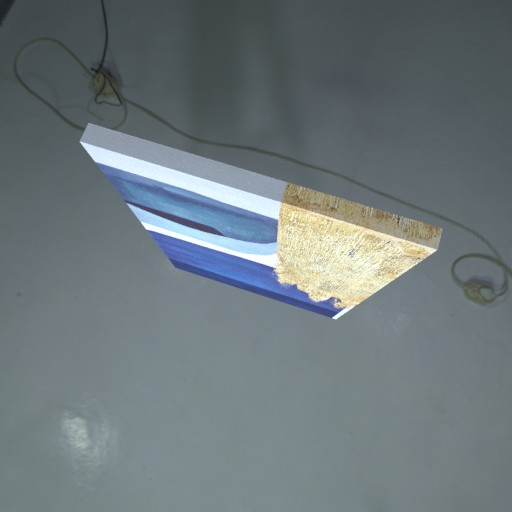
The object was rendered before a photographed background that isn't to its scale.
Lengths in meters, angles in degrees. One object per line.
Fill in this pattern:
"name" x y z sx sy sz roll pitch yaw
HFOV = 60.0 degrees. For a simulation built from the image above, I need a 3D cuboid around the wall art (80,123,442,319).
"wall art" 0.000 0.000 1.160 0.607 0.911 0.039 17 76 4
